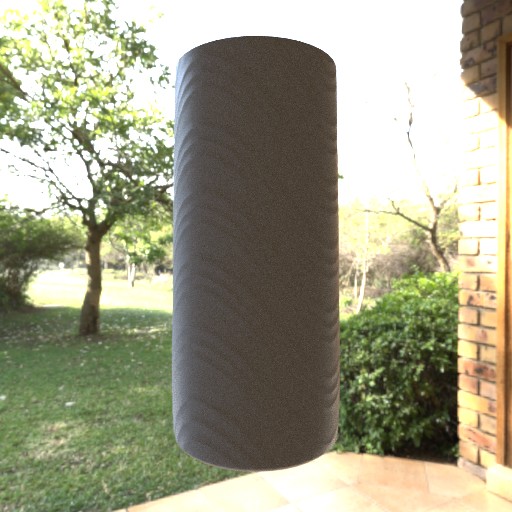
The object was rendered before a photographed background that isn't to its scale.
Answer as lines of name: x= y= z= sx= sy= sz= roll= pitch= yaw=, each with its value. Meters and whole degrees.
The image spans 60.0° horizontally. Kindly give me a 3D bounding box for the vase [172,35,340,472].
vase: x=0.000 y=0.000 z=0.384 sx=0.143 sy=0.316 sz=0.143 roll=0 pitch=1 yaw=0
